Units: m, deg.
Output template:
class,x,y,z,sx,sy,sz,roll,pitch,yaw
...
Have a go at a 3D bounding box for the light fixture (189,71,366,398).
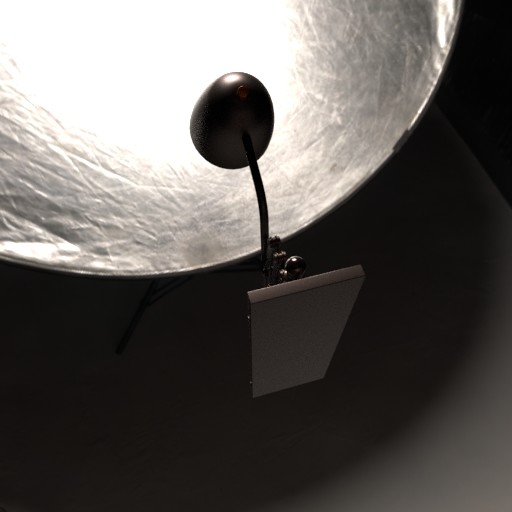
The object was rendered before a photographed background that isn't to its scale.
class,x,y,z,sx,sy,sz,roll,pitch,yaw
light fixture,0.000,0.000,0.932,0.162,0.715,0.499,-13,58,-8
